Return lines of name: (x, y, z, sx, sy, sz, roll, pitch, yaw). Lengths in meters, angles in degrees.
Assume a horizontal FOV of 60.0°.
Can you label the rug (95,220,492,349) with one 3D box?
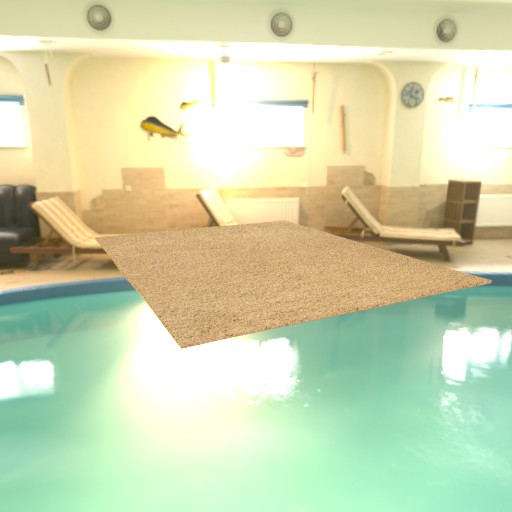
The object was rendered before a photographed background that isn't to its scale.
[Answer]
rug: (0.000, 0.000, 4.056, 2.400, 0.025, 3.000, -7, 16, -26)
